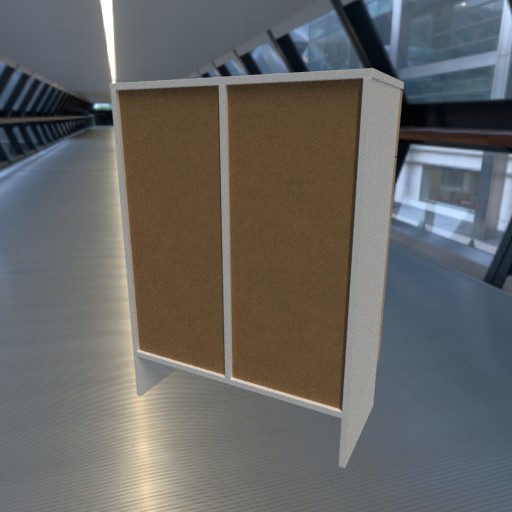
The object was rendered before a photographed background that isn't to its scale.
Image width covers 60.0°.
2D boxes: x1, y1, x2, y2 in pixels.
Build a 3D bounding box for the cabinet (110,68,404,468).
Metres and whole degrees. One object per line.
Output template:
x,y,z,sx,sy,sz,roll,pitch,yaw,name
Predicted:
0.000,0.000,1.118,0.600,0.815,0.296,8,18,27,cabinet
